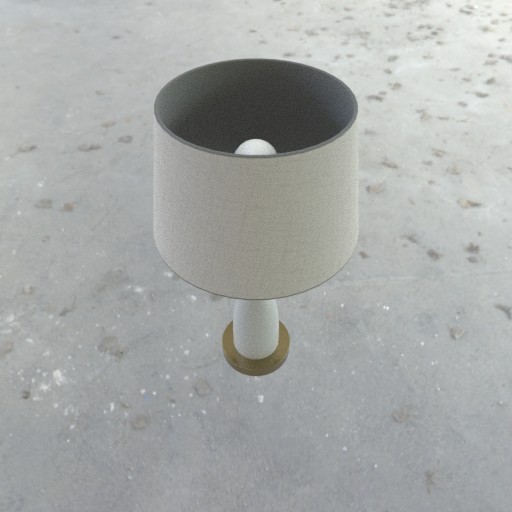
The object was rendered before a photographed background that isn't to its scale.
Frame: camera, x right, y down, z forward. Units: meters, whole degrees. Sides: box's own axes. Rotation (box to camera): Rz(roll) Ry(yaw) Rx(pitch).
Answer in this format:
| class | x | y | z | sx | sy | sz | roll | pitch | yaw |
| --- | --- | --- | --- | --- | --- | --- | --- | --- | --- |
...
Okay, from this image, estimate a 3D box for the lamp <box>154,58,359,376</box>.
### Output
| class | x | y | z | sx | sy | sz | roll | pitch | yaw |
| --- | --- | --- | --- | --- | --- | --- | --- | --- | --- |
| lamp | 0.000 | 0.000 | 0.732 | 0.309 | 0.545 | 0.309 | 0 | 46 | 0 |
